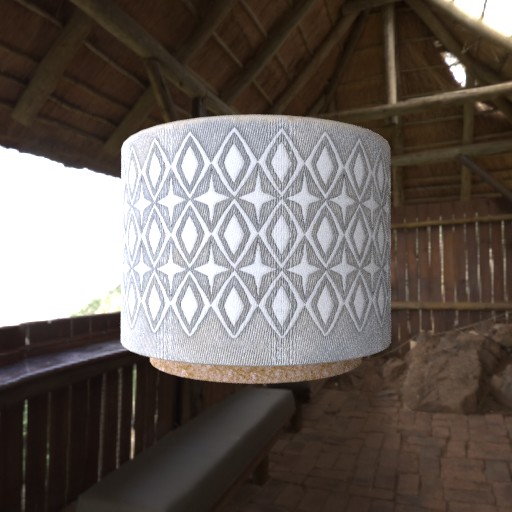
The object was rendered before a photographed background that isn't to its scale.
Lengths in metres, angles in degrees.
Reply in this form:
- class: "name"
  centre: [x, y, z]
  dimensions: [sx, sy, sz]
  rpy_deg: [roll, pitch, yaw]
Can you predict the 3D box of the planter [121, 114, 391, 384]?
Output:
- class: "planter"
  centre: [0.000, 0.000, 0.282]
  dimensions: [0.164, 0.127, 0.164]
  rpy_deg: [0, -1, 0]
